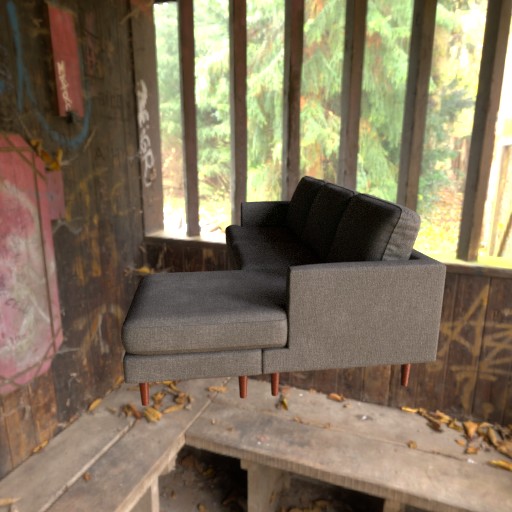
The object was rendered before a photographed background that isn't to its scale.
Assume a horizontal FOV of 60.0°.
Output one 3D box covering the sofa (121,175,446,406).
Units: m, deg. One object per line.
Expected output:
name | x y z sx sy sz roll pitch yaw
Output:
sofa | 0.000 0.000 3.084 1.504 0.956 2.233 -2 15 -7
